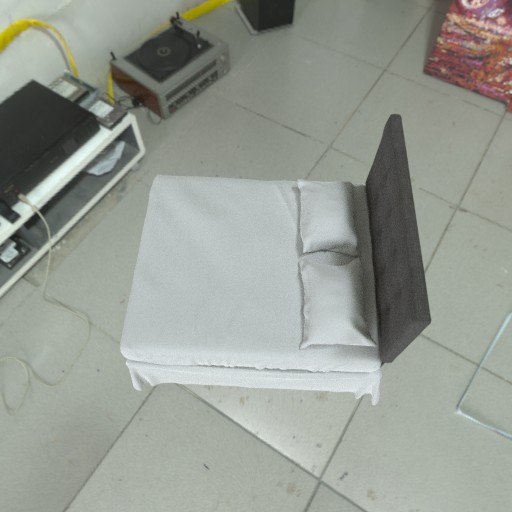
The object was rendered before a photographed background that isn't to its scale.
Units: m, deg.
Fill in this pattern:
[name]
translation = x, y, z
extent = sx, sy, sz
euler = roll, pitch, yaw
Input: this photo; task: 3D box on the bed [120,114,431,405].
[bed]
translation = 0.000, 0.000, 3.563
extent = 2.222, 1.577, 1.936
euler = 3, 61, 1
